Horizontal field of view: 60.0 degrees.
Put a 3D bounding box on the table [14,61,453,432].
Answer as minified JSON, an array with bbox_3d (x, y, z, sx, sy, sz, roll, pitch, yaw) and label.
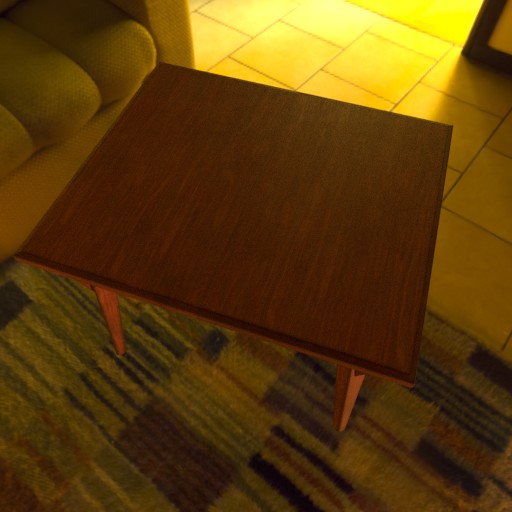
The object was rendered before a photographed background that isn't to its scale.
[{"bbox_3d":[0.000,0.000,1.544,0.991,0.761,0.838,16,59,10],"label":"table"}]
